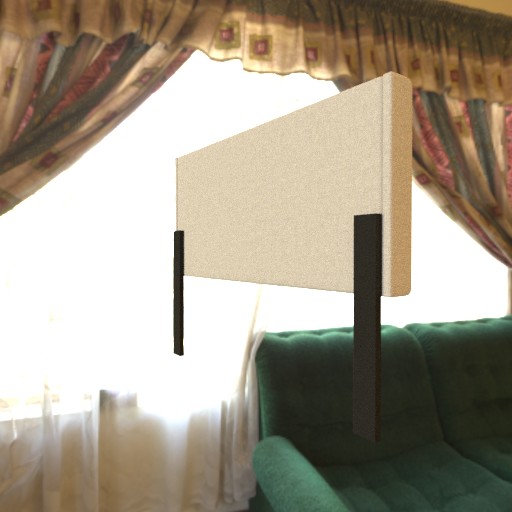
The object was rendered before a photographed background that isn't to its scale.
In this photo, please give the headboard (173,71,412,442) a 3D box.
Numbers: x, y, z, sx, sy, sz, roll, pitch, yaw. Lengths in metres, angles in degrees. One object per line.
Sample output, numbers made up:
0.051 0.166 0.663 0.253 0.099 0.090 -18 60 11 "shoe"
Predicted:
0.000 0.000 2.674 0.184 1.524 2.051 0 1 -35 "headboard"
